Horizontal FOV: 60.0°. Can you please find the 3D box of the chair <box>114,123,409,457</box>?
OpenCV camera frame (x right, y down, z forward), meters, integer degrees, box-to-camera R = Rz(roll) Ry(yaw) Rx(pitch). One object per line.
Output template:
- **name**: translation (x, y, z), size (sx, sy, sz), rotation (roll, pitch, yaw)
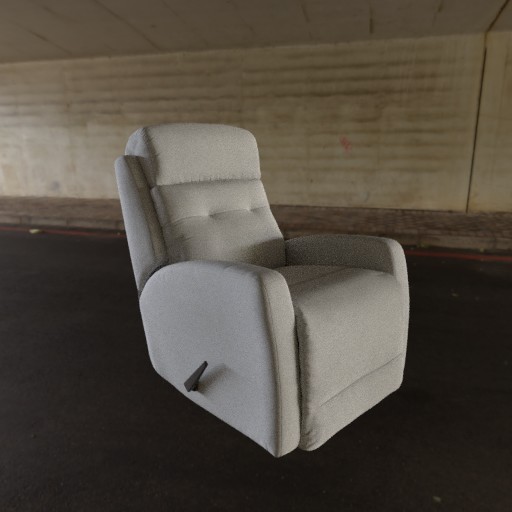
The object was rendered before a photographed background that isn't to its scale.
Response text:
- **chair**: translation (0.000, 0.000, 1.723), size (0.798, 1.013, 1.043), rotation (-13, 19, -41)
